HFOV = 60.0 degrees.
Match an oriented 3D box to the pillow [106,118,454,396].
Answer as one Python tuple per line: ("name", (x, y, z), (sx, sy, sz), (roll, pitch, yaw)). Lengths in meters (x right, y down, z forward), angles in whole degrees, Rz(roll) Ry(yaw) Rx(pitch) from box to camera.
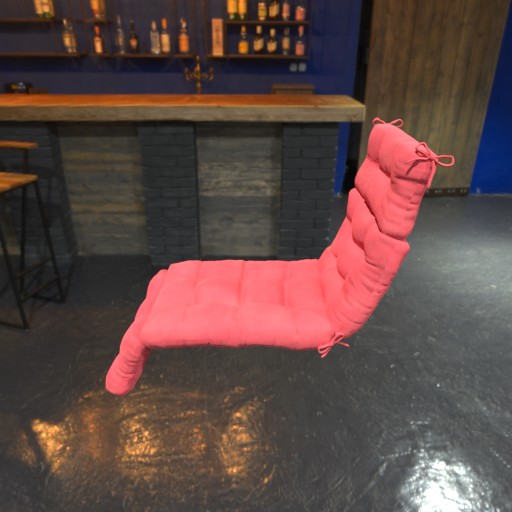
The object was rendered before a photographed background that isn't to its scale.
("pillow", (0.000, 0.000, 1.518), (1.016, 0.863, 0.526), (1, 26, 2))
